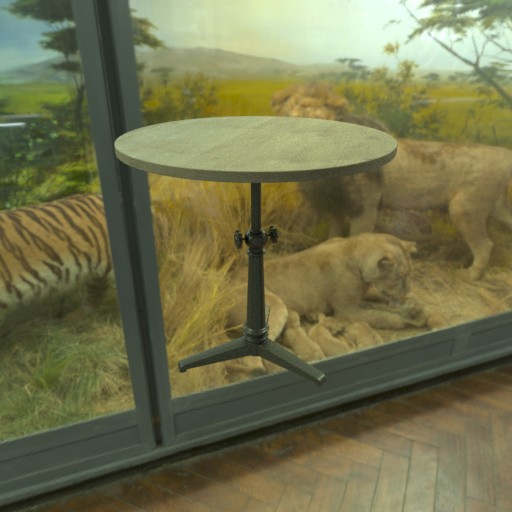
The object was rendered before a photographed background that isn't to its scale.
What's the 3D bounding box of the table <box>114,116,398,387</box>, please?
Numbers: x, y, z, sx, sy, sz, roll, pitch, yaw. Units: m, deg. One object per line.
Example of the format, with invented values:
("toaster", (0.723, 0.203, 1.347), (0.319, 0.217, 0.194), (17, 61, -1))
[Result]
("table", (0.000, 0.000, 1.470), (0.800, 0.780, 0.800), (0, 26, 0))
